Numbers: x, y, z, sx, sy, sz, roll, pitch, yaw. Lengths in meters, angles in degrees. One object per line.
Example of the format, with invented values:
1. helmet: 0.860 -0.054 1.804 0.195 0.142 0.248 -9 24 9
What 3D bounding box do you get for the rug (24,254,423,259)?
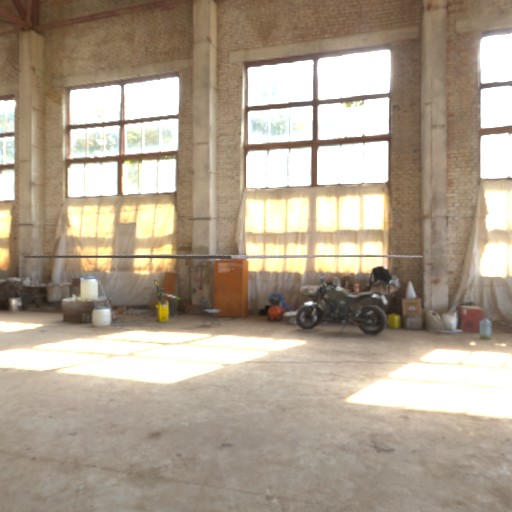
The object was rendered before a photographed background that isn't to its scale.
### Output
1. rug: 0.000 0.000 2.283 1.162 0.022 1.804 0 0 37
